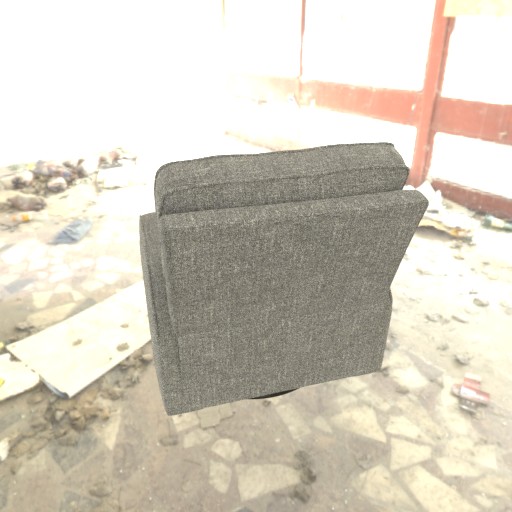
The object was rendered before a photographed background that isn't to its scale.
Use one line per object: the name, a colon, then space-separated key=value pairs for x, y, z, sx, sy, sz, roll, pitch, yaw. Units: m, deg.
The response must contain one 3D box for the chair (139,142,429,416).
chair: x=0.000 y=0.000 z=1.716 sx=0.861 sy=0.962 sz=0.964 roll=-7 pitch=28 yaw=-14
